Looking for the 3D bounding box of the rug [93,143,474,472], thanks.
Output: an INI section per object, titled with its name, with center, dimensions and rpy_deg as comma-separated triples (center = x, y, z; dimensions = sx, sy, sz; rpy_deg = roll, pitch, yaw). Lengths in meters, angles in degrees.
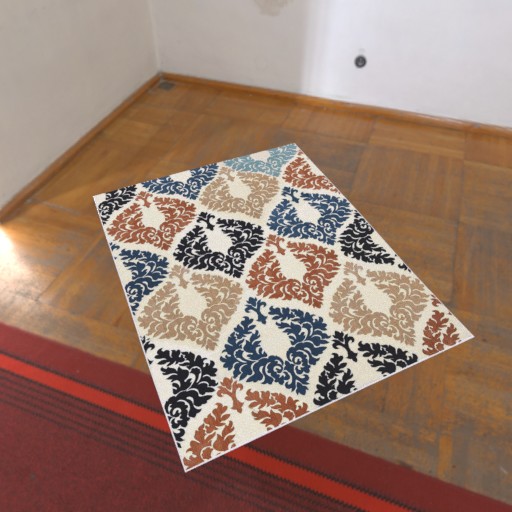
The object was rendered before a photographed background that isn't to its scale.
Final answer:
[rug]
center = 0.000, 0.000, 4.110
dimensions = 2.423, 0.014, 3.040
rpy_deg = -19, 50, -17
